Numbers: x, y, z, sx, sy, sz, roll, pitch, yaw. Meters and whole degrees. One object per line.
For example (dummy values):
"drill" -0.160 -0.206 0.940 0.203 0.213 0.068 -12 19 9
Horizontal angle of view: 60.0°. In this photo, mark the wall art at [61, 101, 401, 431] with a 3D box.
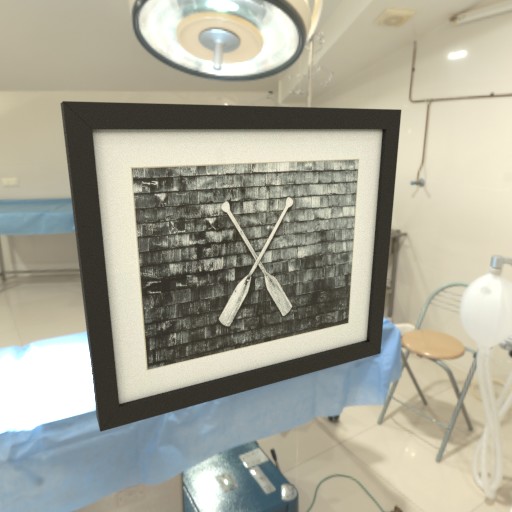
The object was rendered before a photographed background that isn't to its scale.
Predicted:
"wall art" 0.000 0.000 0.516 0.381 0.330 0.029 -8 18 -25
